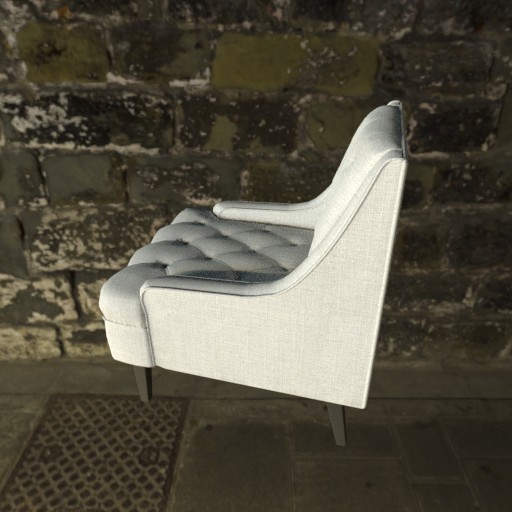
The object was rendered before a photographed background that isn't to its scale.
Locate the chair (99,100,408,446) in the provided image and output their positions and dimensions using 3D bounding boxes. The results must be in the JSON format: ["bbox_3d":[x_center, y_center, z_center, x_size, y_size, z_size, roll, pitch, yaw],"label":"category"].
[{"bbox_3d":[0.000,0.000,1.401,0.772,0.891,0.658,8,30,13],"label":"chair"}]
